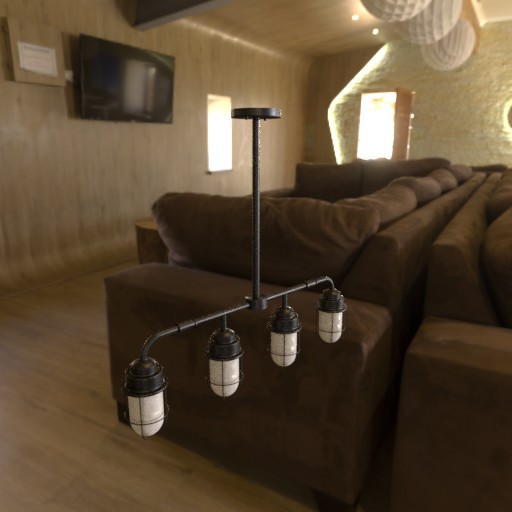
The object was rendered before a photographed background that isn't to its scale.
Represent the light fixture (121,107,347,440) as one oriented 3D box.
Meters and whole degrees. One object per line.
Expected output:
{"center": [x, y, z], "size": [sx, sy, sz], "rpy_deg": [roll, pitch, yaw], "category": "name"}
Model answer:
{"center": [0.000, 0.000, 1.249], "size": [0.852, 0.785, 0.131], "rpy_deg": [-13, 19, -43], "category": "light fixture"}
